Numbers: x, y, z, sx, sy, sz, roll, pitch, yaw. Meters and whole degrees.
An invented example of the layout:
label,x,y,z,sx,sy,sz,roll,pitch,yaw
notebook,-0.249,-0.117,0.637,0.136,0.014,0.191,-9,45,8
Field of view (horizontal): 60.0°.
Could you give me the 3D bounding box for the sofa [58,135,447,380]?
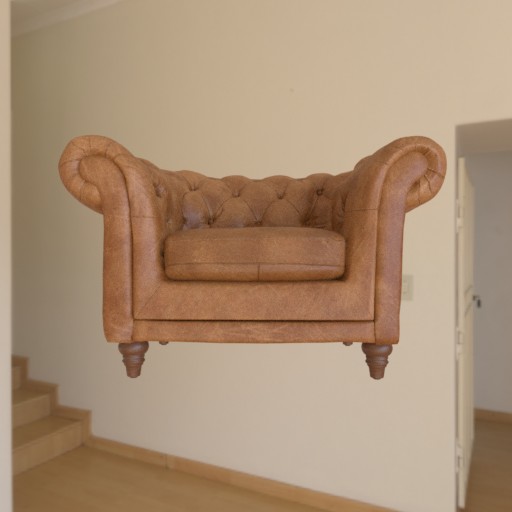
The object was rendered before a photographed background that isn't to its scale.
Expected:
label,x,y,z,sx,sy,sz,roll,pitch,yaw
sofa,0.000,0.000,2.005,1.405,0.878,1.033,0,0,1
